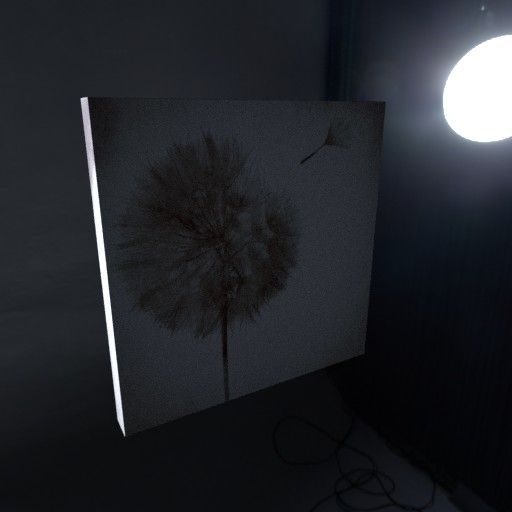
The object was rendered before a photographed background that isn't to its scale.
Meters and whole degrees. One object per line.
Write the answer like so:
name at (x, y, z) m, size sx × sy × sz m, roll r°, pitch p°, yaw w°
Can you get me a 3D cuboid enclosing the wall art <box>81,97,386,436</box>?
wall art at (0.000, 0.000, 0.457) m, size 0.303 × 0.303 × 0.028 m, roll -10°, pitch 21°, yaw -28°
